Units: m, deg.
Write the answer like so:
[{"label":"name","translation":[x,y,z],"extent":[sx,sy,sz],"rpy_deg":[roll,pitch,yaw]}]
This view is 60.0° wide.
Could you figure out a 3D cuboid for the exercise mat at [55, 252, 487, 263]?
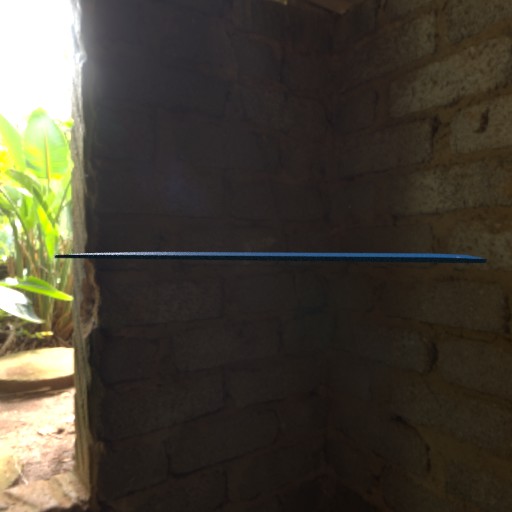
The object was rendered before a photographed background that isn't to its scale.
[{"label":"exercise mat","translation":[0.000,0.000,2.066],"extent":[1.869,0.021,0.616],"rpy_deg":[0,1,20]}]
